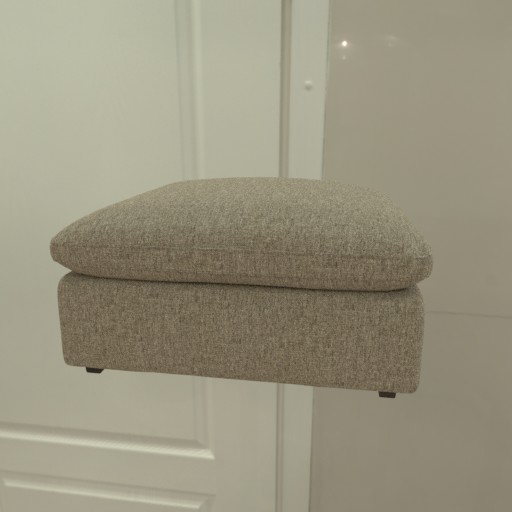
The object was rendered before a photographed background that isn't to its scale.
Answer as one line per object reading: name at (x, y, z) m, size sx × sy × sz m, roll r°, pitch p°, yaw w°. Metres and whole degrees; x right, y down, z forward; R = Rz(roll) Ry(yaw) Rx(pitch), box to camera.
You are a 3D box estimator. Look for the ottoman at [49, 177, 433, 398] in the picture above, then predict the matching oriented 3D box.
ottoman at (0.000, 0.000, 1.636) m, size 1.039 × 0.526 × 1.035 m, roll 2°, pitch 16°, yaw 8°
